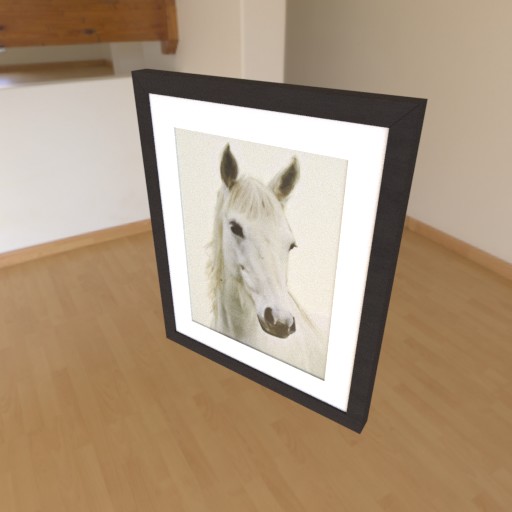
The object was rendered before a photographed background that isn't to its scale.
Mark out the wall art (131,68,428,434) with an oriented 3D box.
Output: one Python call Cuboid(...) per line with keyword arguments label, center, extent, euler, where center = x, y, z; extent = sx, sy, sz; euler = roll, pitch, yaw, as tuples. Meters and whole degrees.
Cuboid(label="wall art", center=(0.000, 0.000, 0.749), extent=(0.455, 0.552, 0.034), euler=(19, 35, 28))
